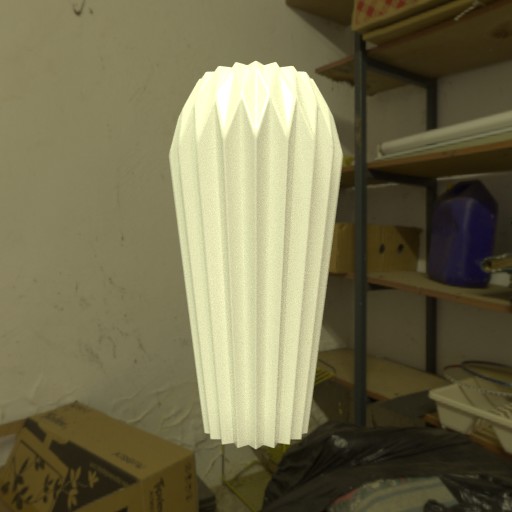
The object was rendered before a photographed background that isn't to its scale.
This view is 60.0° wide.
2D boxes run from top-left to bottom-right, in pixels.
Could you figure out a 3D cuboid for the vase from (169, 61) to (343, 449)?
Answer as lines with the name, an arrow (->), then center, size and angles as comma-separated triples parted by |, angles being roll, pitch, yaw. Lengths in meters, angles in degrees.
vase -> 0.000, 0.000, 0.342 | 0.133, 0.263, 0.133 | 0, 0, 0
